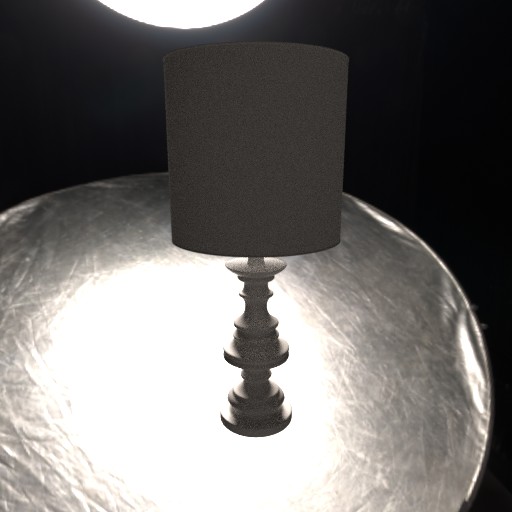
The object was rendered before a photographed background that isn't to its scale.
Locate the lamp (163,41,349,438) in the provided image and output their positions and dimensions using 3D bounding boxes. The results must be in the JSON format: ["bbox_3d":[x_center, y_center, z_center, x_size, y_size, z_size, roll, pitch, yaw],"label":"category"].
[{"bbox_3d":[0.000,0.000,0.561,0.208,0.455,0.208,-2,14,-10],"label":"lamp"}]
